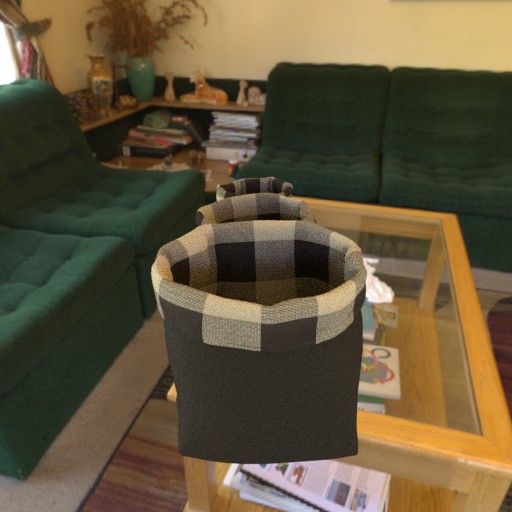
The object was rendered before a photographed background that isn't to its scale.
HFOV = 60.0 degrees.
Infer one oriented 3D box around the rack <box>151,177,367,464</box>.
[{"bbox_3d":[0.000,0.000,1.063,0.370,0.329,0.889,-1,30,-2],"label":"rack"}]
